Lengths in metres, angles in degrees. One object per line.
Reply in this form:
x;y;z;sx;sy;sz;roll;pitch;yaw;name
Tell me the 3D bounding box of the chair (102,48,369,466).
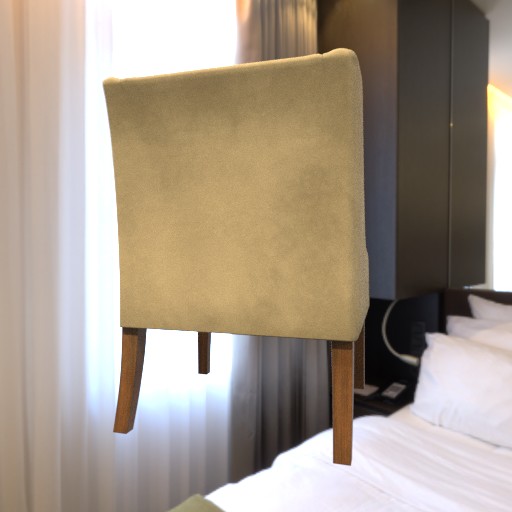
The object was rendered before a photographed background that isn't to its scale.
0.000;0.000;1.300;0.629;0.895;0.629;1;2;17;chair
